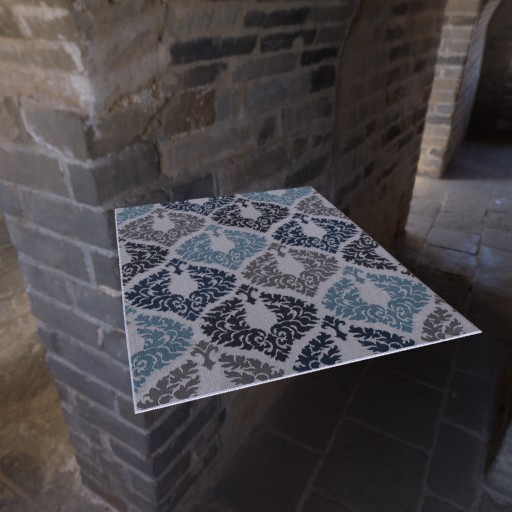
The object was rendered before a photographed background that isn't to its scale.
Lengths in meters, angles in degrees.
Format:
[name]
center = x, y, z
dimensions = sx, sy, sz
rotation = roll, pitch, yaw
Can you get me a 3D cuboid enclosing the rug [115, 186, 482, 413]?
[rug]
center = 0.000, 0.000, 4.097
dimensions = 2.423, 0.014, 3.040
rotation = -9, 31, -15
